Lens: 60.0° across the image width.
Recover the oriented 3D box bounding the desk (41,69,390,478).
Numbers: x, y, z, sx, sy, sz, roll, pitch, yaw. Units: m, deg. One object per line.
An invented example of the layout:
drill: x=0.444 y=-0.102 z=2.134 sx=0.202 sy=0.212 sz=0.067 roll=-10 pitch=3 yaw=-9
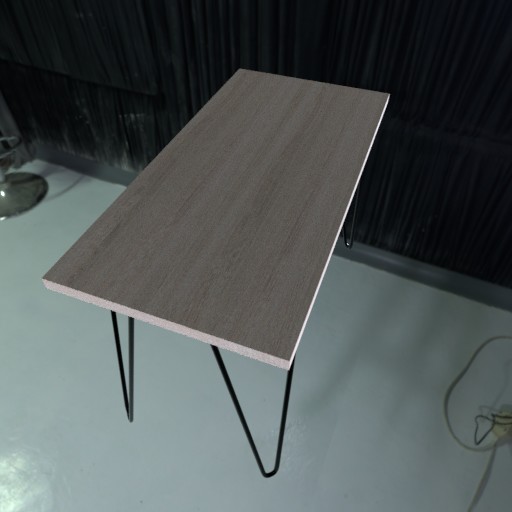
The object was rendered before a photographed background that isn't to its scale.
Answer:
desk: x=0.000 y=0.000 z=1.343 sx=0.499 sy=0.660 sz=0.991 roll=16 pitch=48 yaw=14
